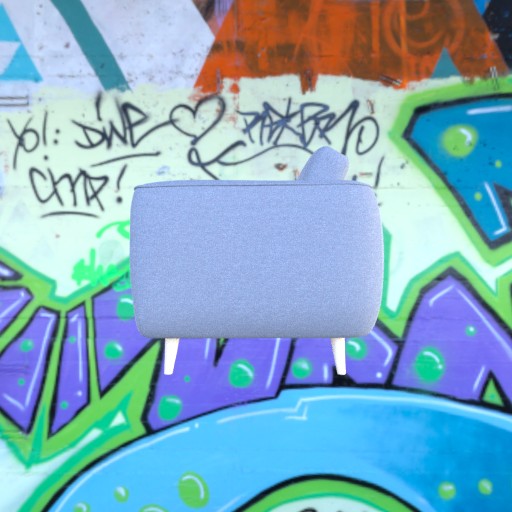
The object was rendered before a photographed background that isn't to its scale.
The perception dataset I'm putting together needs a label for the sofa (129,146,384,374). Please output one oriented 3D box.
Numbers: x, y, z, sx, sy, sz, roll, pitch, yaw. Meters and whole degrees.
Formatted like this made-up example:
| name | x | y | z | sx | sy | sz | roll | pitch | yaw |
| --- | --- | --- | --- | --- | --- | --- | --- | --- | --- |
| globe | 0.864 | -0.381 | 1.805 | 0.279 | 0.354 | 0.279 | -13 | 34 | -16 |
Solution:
| name | x | y | z | sx | sy | sz | roll | pitch | yaw |
| --- | --- | --- | --- | --- | --- | --- | --- | --- | --- |
| sofa | 0.000 | 0.000 | 2.286 | 0.920 | 0.850 | 1.700 | 0 | 0 | 0 |
